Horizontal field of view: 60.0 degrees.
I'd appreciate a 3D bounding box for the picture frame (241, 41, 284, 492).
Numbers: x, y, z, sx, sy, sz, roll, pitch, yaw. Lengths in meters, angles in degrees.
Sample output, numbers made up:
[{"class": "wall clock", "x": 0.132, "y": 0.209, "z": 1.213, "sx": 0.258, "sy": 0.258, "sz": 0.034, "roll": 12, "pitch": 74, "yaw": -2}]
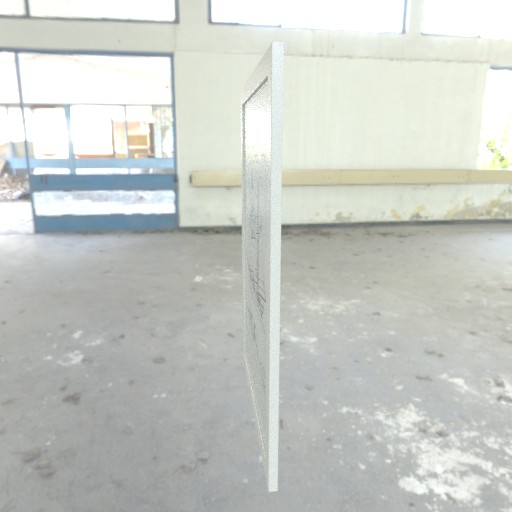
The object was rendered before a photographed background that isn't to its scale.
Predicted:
[{"class": "picture frame", "x": 0.000, "y": 0.000, "z": 0.691, "sx": 0.012, "sy": 0.534, "sz": 0.381, "roll": -2, "pitch": 13, "yaw": -6}]
